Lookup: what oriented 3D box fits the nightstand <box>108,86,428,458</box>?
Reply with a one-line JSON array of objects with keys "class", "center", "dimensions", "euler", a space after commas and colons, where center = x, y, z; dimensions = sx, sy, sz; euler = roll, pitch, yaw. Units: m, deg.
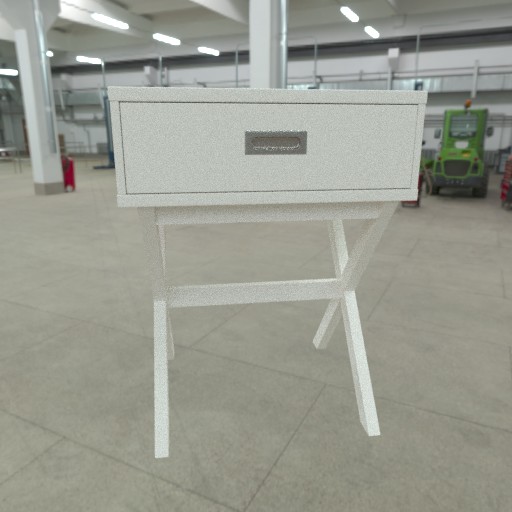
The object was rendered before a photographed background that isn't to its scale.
[{"class": "nightstand", "center": [0.000, 0.000, 0.927], "dimensions": [0.479, 0.623, 0.402], "euler": [-2, 16, -8]}]
